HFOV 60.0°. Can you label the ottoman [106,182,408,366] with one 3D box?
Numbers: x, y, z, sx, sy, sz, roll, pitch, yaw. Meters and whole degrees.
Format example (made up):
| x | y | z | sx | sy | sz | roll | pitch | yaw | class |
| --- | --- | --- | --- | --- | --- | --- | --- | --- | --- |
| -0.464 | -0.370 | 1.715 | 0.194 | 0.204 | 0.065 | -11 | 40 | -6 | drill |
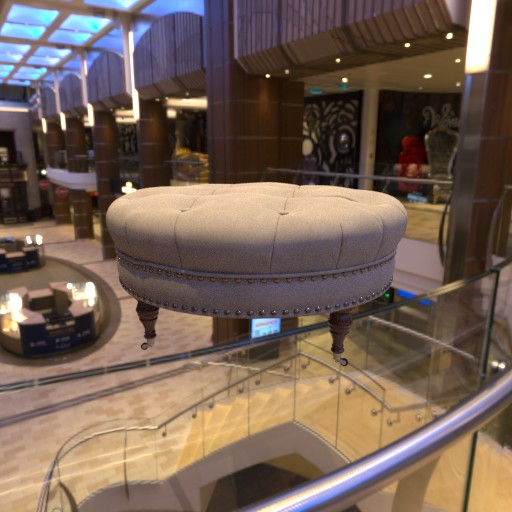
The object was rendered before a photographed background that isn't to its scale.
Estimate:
| x | y | z | sx | sy | sz | roll | pitch | yaw | class |
| --- | --- | --- | --- | --- | --- | --- | --- | --- | --- |
| 0.000 | 0.000 | 1.423 | 0.901 | 0.439 | 0.901 | 0 | 14 | 0 | ottoman |
